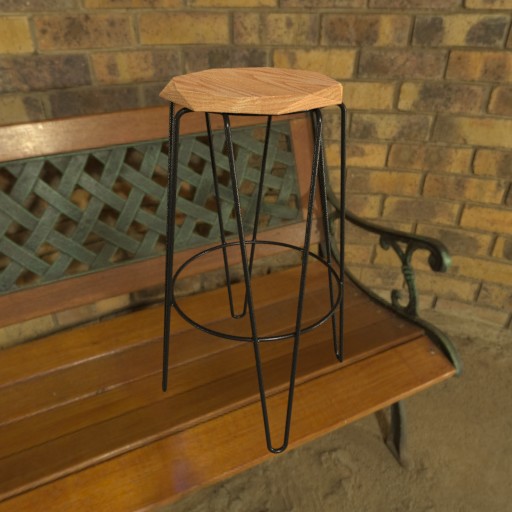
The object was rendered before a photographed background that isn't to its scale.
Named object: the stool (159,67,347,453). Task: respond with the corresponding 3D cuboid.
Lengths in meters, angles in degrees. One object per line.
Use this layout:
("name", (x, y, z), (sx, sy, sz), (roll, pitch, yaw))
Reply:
("stool", (0.000, 0.000, 0.816), (0.326, 0.610, 0.326), (19, 36, 28))
